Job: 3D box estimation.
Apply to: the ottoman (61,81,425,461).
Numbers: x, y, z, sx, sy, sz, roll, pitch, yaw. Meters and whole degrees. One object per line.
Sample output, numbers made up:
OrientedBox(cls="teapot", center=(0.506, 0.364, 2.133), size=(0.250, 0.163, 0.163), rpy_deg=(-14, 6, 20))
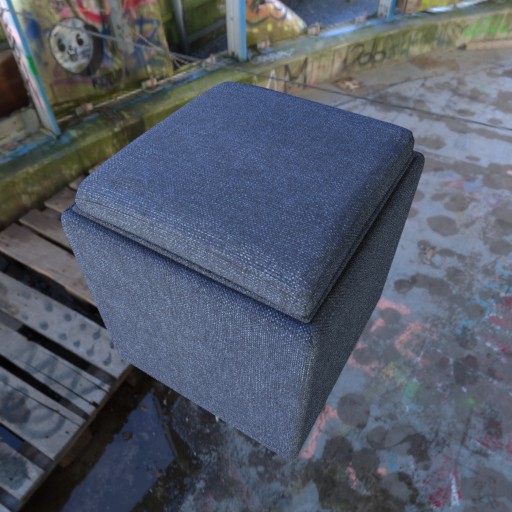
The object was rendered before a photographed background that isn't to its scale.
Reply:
OrientedBox(cls="ottoman", center=(0.000, 0.000, 0.850), size=(0.436, 0.493, 0.454), rpy_deg=(24, 51, 21))
